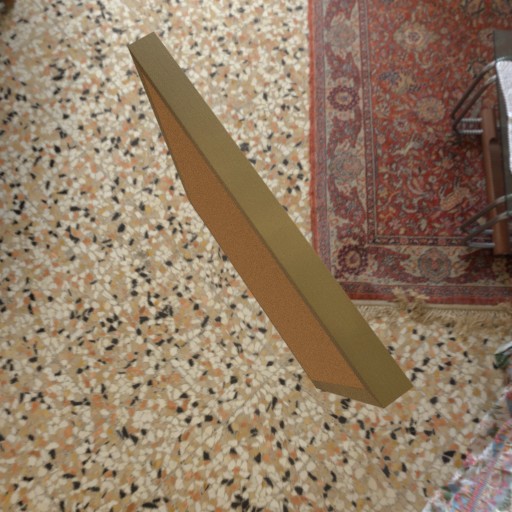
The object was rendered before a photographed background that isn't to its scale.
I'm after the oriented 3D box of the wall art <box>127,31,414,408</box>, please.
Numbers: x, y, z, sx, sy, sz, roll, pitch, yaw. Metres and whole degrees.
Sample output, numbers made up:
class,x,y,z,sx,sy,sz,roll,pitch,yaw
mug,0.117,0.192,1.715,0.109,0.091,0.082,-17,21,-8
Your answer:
class,x,y,z,sx,sy,sz,roll,pitch,yaw
wall art,0.000,0.000,0.738,0.038,0.508,0.507,-33,78,-8
